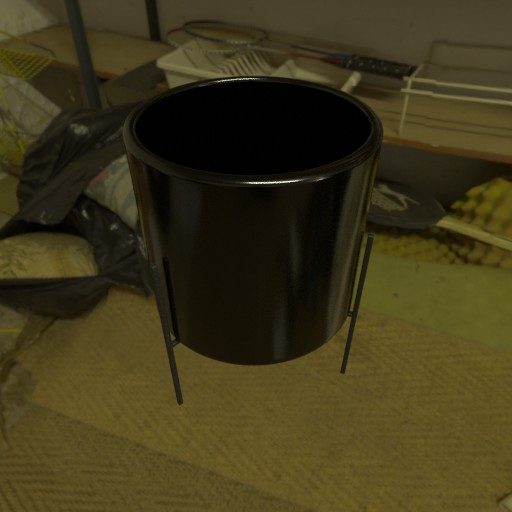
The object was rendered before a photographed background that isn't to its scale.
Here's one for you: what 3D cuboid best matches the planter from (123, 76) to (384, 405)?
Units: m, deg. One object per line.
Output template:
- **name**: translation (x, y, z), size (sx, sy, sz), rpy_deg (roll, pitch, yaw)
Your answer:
- **planter**: translation (0.000, 0.000, 0.659), size (0.310, 0.432, 0.310), rpy_deg (2, 40, 2)
